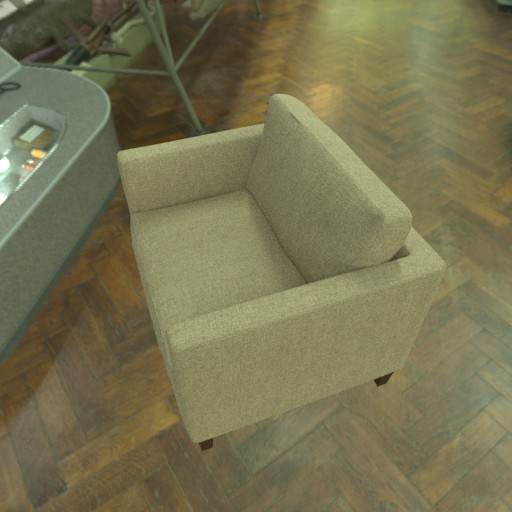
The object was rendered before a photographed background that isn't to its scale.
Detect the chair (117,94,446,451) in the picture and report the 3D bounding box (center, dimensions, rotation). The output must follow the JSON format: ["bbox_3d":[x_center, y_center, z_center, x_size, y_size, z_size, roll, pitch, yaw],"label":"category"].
[{"bbox_3d":[0.000,0.000,1.877,0.959,0.987,1.107,-15,47,-14],"label":"chair"}]
